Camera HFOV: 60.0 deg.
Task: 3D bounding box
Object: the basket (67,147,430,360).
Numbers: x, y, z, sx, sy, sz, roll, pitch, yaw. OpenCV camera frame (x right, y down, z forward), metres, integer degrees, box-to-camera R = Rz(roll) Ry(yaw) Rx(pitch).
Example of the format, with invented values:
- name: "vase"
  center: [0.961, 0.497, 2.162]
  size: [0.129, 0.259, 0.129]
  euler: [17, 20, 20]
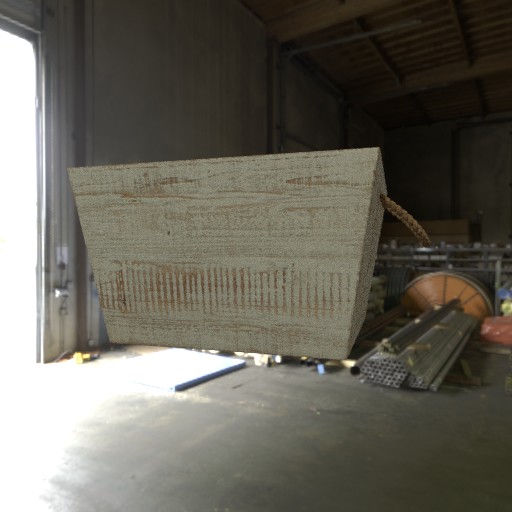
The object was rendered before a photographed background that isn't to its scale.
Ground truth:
- name: "basket"
  center: [0.000, 0.000, 0.744]
  size: [0.545, 0.247, 0.413]
  euler: [0, 1, 17]
